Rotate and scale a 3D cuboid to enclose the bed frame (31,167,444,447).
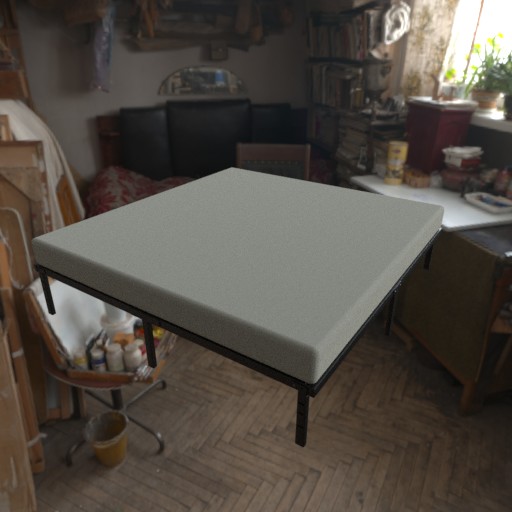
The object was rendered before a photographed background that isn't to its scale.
[{"bbox_3d":[0.000,0.000,3.932,2.526,0.680,2.635,17,31,30],"label":"bed frame"}]
